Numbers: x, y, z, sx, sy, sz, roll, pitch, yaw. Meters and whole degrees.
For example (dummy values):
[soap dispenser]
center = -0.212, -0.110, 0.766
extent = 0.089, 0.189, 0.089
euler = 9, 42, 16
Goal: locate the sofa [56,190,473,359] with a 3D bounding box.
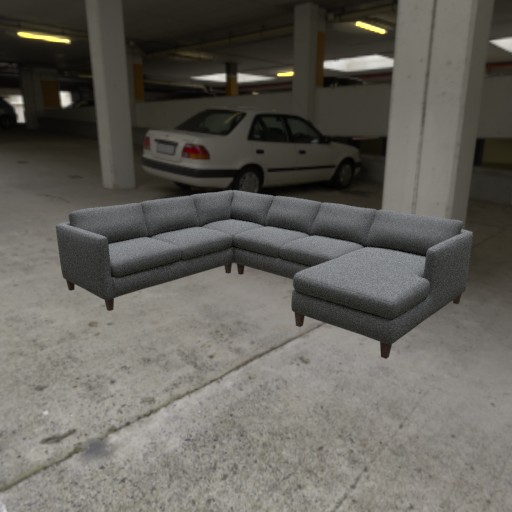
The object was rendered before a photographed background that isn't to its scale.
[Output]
[sofa]
center = 0.000, 0.000, 4.355
extent = 3.238, 0.853, 2.551
euler = 14, 21, 41
